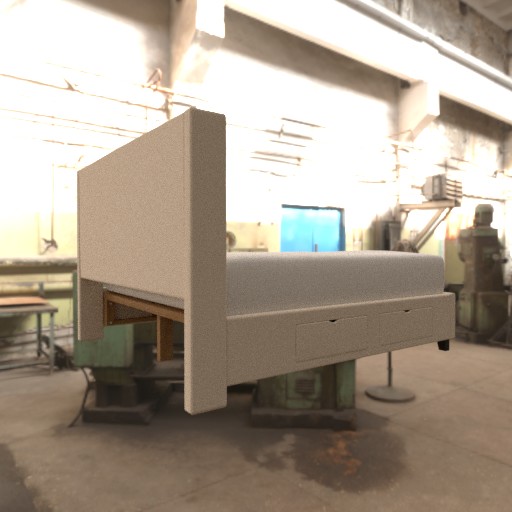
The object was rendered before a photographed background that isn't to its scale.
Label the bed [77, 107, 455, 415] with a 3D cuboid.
[{"bbox_3d":[0.000,0.000,3.625,2.293,1.471,2.145,-1,1,-36],"label":"bed"}]
